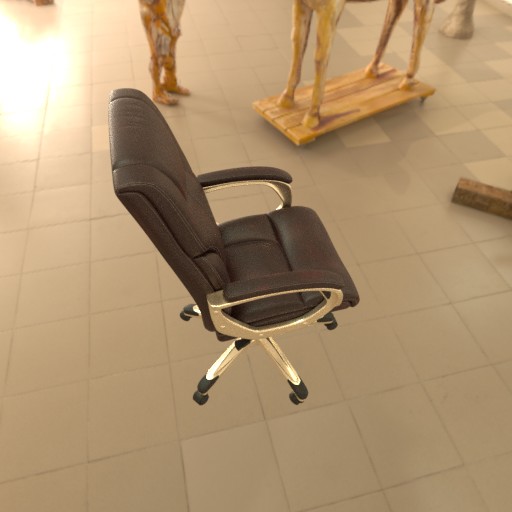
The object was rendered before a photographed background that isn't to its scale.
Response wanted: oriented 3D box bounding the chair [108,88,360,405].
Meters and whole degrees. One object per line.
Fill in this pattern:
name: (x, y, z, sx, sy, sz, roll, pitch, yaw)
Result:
chair: (0.000, 0.000, 1.532, 0.739, 1.107, 0.662, -10, 48, -10)
